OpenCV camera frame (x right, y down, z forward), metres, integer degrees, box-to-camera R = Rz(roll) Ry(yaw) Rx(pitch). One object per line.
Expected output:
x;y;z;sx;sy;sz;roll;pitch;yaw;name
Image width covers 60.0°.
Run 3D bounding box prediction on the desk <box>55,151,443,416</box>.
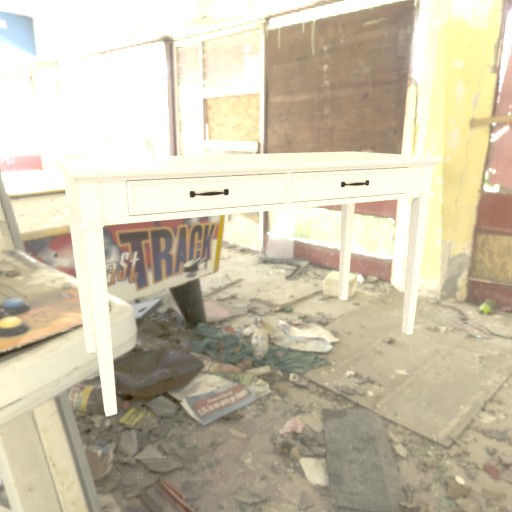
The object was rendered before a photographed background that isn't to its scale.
0.000;0.000;1.790;1.372;0.774;0.559;-8;18;-26;desk
